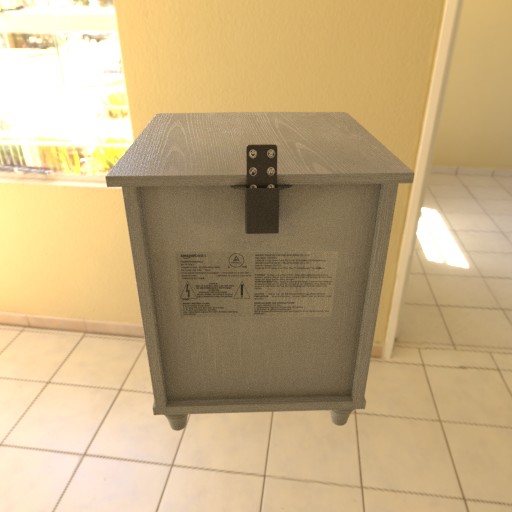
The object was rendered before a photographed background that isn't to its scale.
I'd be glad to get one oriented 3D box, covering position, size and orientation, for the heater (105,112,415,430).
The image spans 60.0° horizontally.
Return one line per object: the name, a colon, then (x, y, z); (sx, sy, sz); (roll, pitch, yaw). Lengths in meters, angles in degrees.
heater: (0.000, 0.000, 0.772); (0.362, 0.481, 0.400); (-1, 29, -2)
